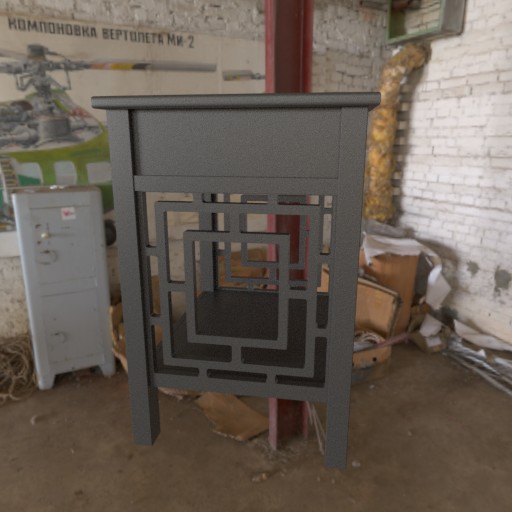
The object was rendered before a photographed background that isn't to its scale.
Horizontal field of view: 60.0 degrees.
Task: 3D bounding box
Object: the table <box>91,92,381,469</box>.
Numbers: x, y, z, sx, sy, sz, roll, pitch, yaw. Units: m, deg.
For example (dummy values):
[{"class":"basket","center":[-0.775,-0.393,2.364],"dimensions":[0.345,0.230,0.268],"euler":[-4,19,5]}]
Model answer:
[{"class":"table","center":[0.000,0.000,1.008],"dimensions":[0.451,0.646,0.564],"euler":[2,15,9]}]
